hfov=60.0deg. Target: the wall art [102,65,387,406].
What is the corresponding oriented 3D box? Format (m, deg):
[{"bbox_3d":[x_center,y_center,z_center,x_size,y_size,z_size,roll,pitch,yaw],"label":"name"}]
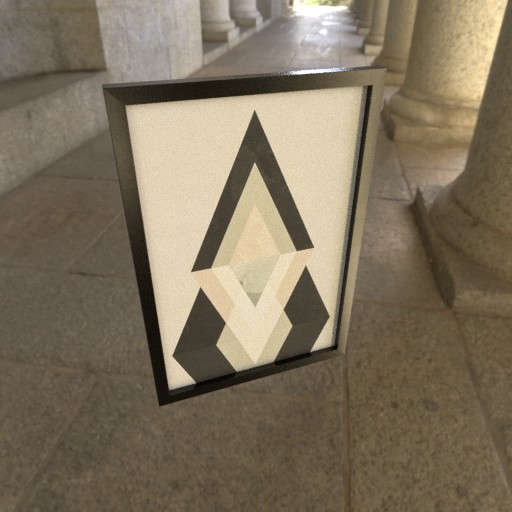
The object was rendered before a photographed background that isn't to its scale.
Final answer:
[{"bbox_3d":[0.000,0.000,0.593,0.314,0.455,0.019,-11,34,-17],"label":"wall art"}]
